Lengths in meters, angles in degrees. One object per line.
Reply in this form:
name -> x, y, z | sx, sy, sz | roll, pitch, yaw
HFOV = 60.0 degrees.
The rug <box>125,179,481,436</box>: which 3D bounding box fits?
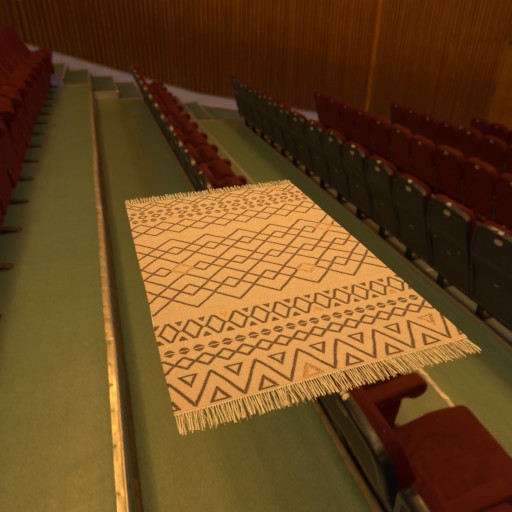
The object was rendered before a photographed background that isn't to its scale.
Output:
rug -> 0.000, 0.000, 2.411 | 1.224, 0.028, 2.023 | -10, 32, -16
